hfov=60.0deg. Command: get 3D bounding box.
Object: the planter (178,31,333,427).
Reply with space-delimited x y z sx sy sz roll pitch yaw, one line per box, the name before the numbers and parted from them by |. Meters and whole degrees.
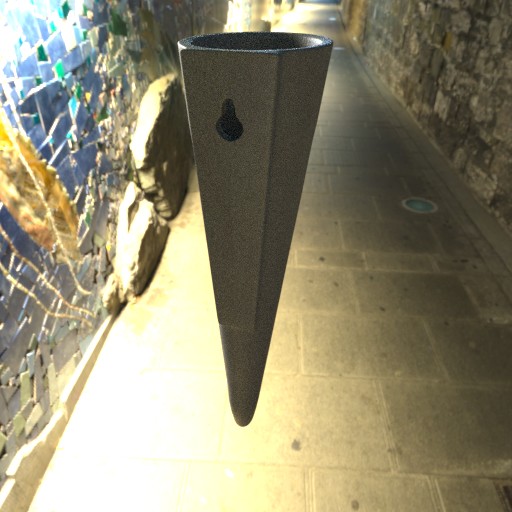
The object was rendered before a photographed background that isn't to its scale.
planter | 0.000 0.000 0.217 0.057 0.191 0.064 9 33 14
